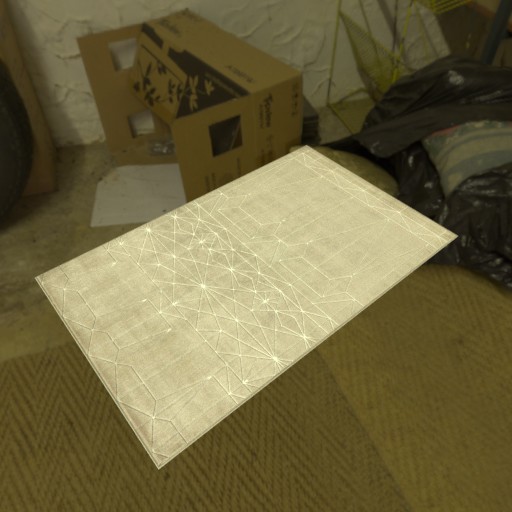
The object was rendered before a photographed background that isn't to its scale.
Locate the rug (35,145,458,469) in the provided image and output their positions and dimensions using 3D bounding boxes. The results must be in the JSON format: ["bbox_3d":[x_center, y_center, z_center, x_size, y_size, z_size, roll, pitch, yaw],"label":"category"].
[{"bbox_3d":[0.000,0.000,2.991,2.438,0.012,1.524,-31,54,-26],"label":"rug"}]
